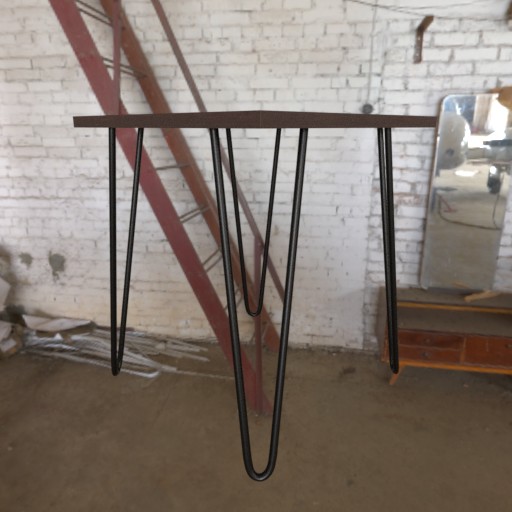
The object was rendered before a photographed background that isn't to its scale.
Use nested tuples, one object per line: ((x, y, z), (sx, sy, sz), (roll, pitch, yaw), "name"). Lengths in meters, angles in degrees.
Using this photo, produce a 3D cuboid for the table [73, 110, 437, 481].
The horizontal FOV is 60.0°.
((0.000, 0.000, 0.930), (0.495, 0.559, 0.495), (15, 22, 42), "table")
